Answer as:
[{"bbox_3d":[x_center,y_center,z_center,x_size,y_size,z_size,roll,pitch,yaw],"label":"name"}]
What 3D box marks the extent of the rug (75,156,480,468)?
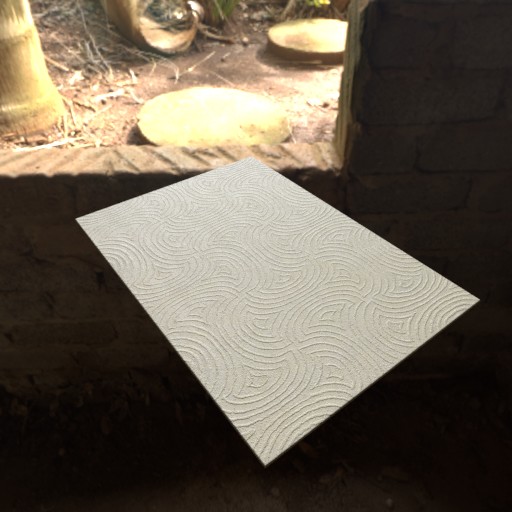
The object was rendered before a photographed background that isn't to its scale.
[{"bbox_3d":[0.000,0.000,2.768,1.526,0.015,2.132,-26,47,-28],"label":"rug"}]
